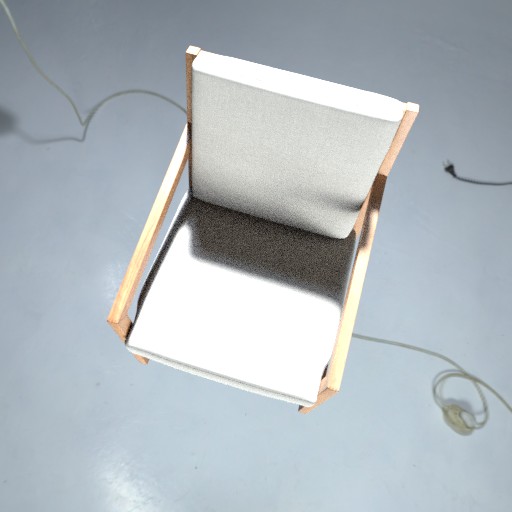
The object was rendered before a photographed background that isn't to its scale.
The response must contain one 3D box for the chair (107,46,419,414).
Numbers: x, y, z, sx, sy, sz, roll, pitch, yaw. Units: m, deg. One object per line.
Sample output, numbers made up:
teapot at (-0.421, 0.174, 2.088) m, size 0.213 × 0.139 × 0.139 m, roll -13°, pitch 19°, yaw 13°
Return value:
chair at (0.000, 0.000, 1.380) m, size 0.622 × 0.790 × 0.857 m, roll 16°, pitch 77°, yaw 4°
